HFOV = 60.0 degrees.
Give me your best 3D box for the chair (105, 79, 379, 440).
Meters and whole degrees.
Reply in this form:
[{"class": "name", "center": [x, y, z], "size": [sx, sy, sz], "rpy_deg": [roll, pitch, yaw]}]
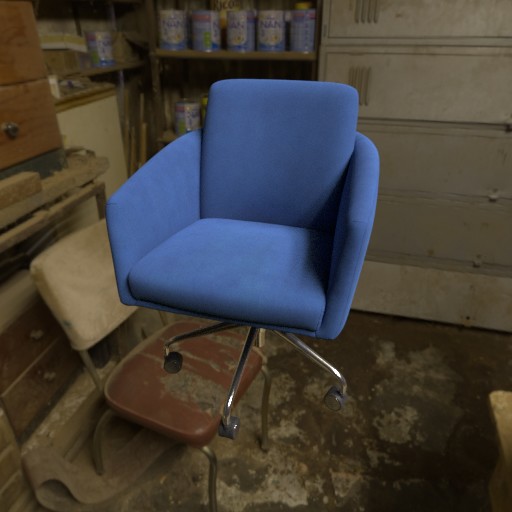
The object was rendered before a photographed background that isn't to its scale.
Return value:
[{"class": "chair", "center": [0.000, 0.000, 1.299], "size": [0.641, 0.908, 0.635], "rpy_deg": [8, 29, 15]}]
